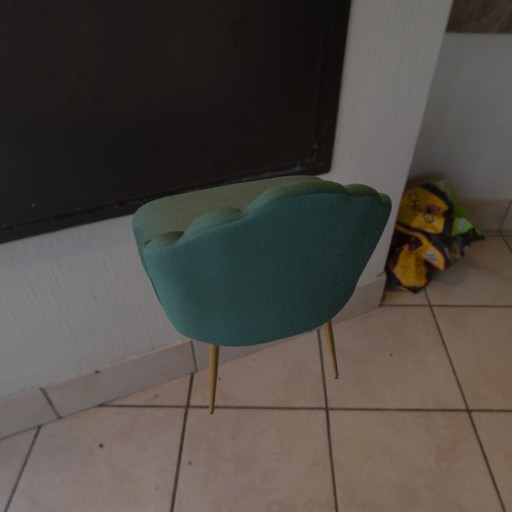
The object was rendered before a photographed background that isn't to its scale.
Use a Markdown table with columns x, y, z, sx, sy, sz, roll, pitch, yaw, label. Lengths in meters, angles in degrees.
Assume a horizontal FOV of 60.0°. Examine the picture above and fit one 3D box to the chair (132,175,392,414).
| x | y | z | sx | sy | sz | roll | pitch | yaw | label |
| --- | --- | --- | --- | --- | --- | --- | --- | --- | --- |
| 0.000 | 0.000 | 1.291 | 0.657 | 0.819 | 0.599 | -12 | 43 | -13 | chair |
